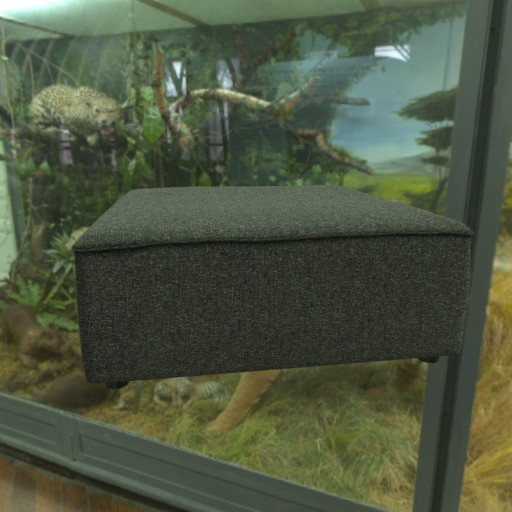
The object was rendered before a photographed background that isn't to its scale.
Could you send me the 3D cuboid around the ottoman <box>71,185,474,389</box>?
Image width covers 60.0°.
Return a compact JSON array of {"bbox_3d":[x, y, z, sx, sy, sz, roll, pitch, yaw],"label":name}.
[{"bbox_3d":[0.000,0.000,1.574,1.017,0.423,1.021,-2,15,-8],"label":"ottoman"}]
